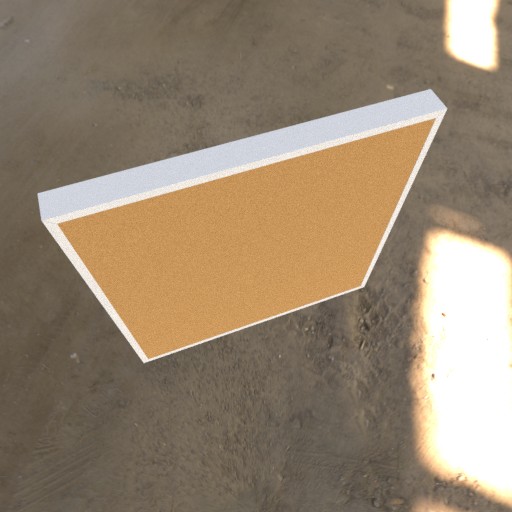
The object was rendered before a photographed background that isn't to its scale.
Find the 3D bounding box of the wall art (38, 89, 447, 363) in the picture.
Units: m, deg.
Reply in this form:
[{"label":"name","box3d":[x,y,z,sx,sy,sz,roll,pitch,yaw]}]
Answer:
[{"label":"wall art","box3d":[0.000,0.000,0.450,0.304,0.304,0.024,-18,61,-10]}]
